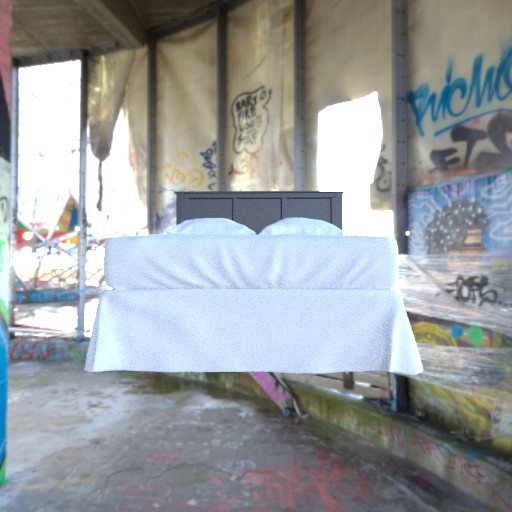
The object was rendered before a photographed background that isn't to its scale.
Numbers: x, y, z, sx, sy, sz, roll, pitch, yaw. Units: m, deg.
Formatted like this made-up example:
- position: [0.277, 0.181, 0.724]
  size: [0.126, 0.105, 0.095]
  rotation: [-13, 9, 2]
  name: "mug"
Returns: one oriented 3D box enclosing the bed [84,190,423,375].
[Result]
- position: [0.000, 0.000, 3.276]
  size: [1.870, 1.270, 2.050]
  rotation: [0, -1, 2]
  name: "bed"
